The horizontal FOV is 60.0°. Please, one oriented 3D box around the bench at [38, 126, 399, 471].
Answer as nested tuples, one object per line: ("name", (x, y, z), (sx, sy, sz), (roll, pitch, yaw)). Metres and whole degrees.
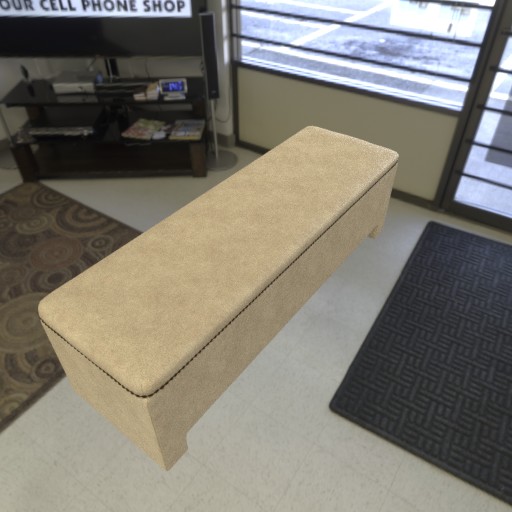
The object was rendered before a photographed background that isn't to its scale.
("bench", (0.000, 0.000, 1.707), (0.470, 0.447, 1.482), (27, 48, 27))
